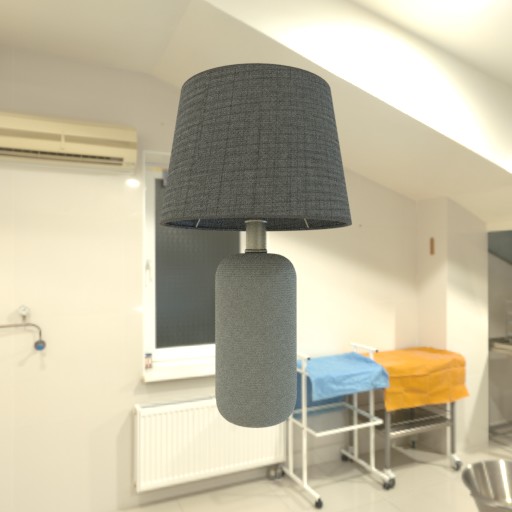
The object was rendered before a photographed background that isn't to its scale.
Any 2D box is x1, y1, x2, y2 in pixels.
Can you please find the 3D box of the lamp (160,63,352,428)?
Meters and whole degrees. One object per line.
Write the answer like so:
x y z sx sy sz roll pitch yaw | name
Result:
0.000 0.000 0.592 0.251 0.429 0.251 0 0 0 | lamp
